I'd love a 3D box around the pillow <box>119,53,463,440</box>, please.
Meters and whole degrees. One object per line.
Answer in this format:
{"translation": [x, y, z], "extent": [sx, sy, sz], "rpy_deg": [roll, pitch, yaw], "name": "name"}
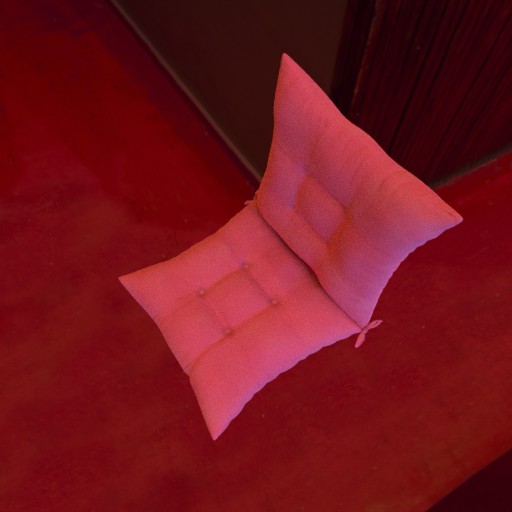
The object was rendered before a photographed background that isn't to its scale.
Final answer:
{"translation": [0.000, 0.000, 1.008], "extent": [0.585, 0.536, 0.541], "rpy_deg": [-32, 67, -15], "name": "pillow"}
